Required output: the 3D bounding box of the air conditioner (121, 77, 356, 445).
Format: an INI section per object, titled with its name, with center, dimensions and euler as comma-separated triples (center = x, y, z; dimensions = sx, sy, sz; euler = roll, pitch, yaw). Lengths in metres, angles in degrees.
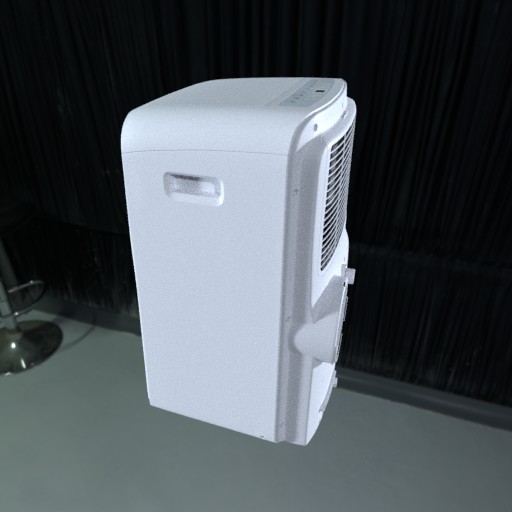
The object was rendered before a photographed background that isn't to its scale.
[air conditioner]
center = 0.000, 0.000, 1.061
dimensions = 0.467, 0.765, 0.478
euler = 9, 31, 14
